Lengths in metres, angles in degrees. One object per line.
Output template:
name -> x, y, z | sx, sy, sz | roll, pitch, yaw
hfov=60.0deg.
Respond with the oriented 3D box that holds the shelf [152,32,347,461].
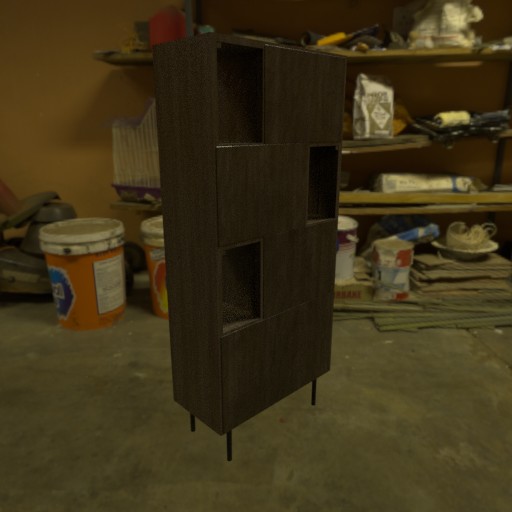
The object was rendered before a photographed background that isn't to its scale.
shelf -> 0.000, 0.000, 1.821 | 0.670, 1.545, 0.323 | -15, 22, -42
